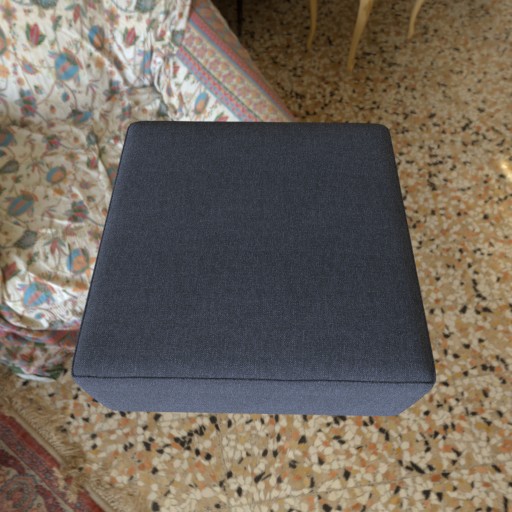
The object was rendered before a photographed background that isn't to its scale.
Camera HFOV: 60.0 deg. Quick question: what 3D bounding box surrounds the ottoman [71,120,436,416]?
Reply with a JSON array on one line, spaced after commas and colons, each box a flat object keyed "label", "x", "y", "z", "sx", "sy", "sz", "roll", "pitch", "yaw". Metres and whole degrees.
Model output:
[{"label": "ottoman", "x": 0.000, "y": 0.000, "z": 1.555, "sx": 1.000, "sy": 0.439, "sz": 1.000, "roll": 1, "pitch": 59, "yaw": 1}]
